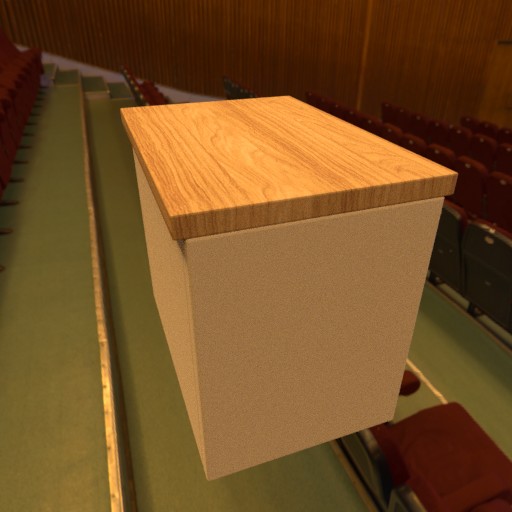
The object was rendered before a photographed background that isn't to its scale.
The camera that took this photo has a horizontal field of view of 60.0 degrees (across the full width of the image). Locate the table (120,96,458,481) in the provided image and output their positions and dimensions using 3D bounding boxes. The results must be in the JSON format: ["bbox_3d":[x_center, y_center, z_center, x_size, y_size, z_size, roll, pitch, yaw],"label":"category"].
[{"bbox_3d":[0.000,0.000,0.794,0.360,0.440,0.500,-11,32,-17],"label":"table"}]
